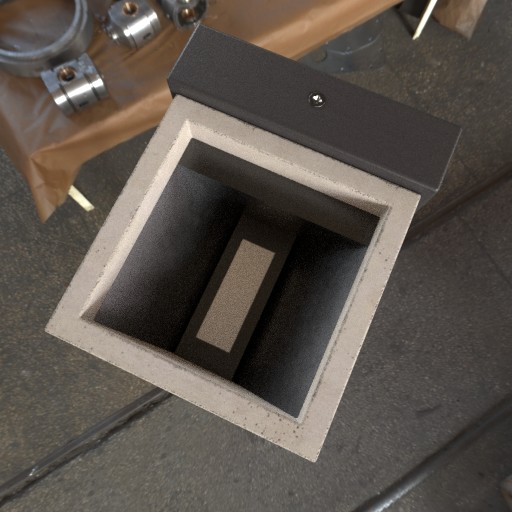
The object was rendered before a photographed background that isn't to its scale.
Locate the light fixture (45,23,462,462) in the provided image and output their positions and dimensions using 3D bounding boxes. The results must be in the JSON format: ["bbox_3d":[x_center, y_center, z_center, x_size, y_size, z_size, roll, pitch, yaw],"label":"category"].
[{"bbox_3d":[0.000,0.000,0.229,0.121,0.121,0.143,24,78,5],"label":"light fixture"}]
